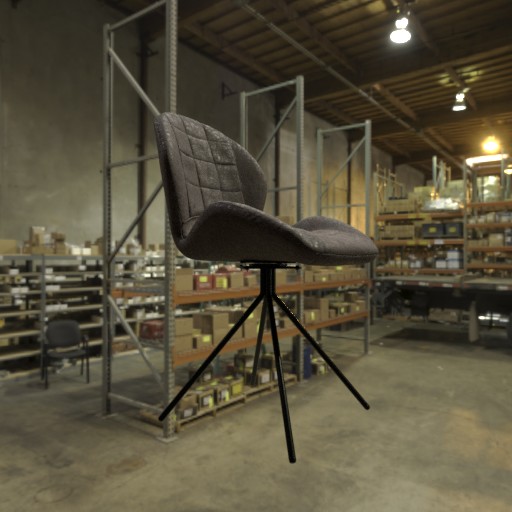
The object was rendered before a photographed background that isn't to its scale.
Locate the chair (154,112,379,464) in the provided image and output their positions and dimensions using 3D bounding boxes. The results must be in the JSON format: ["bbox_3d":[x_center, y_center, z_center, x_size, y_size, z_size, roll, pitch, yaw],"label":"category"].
[{"bbox_3d":[0.000,0.000,1.323,0.640,0.934,0.527,0,0,36],"label":"chair"}]
